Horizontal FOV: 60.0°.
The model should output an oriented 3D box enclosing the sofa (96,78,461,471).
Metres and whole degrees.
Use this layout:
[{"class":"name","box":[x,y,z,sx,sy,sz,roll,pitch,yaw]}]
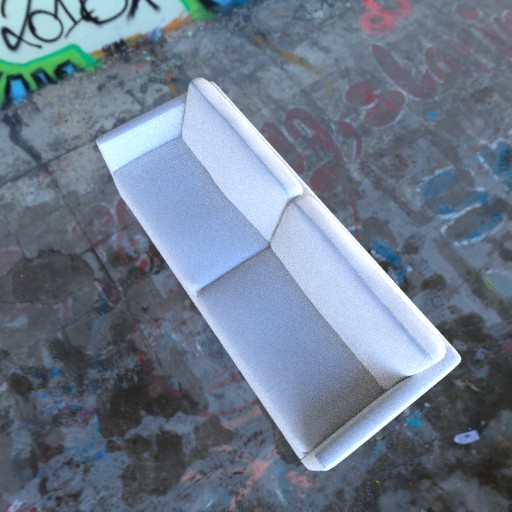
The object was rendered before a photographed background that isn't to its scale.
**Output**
[{"class":"sofa","box":[0.000,0.000,2.842,0.948,0.965,2.434,-32,69,-14]}]
